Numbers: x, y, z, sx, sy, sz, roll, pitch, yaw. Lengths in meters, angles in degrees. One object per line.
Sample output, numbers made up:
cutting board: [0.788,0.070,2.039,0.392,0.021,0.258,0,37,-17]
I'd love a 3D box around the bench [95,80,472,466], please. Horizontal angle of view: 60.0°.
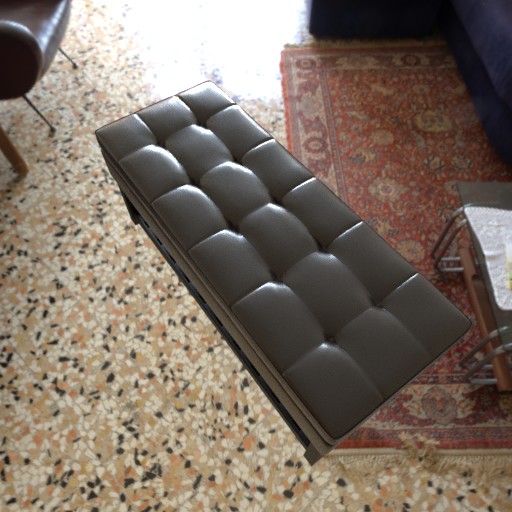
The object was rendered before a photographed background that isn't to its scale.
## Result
bench: [0.000,0.000,1.344,0.432,0.460,1.105,-32,63,-19]
